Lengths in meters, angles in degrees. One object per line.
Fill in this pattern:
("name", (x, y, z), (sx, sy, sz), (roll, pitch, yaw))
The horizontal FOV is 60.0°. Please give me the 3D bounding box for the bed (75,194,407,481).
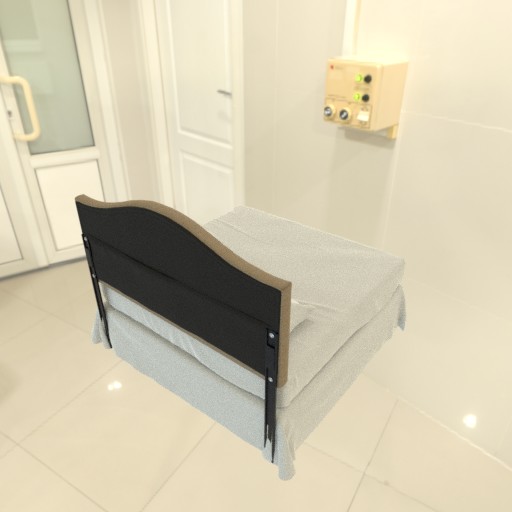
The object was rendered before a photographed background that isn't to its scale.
("bed", (0.000, 0.000, 3.877), (2.311, 1.651, 2.222), (22, 37, 33))
